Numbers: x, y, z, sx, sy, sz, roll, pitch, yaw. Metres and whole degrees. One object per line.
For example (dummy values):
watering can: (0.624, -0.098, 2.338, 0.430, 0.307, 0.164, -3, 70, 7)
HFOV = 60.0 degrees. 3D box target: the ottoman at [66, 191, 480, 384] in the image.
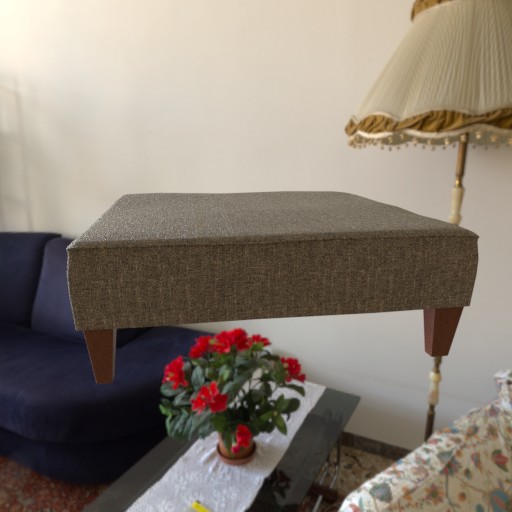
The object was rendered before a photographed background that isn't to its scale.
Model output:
ottoman: (0.000, 0.000, 1.530, 1.016, 0.379, 0.981, -2, 14, -9)
